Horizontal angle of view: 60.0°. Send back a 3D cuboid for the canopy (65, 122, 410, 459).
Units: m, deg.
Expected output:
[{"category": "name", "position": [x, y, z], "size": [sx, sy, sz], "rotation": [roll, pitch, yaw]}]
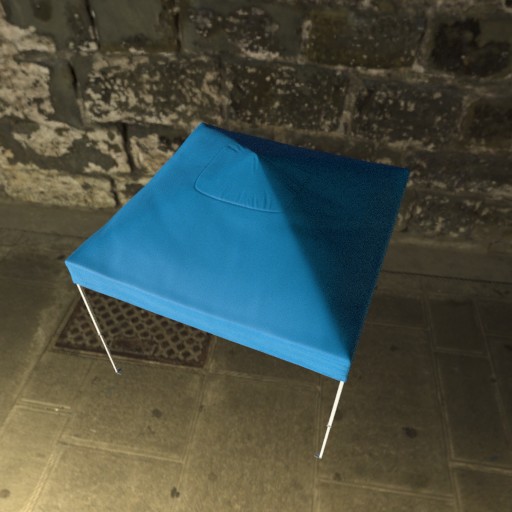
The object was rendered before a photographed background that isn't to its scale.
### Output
[{"category": "canopy", "position": [0.000, 0.000, 5.575], "size": [2.998, 2.997, 2.996], "rotation": [17, 49, 16]}]
